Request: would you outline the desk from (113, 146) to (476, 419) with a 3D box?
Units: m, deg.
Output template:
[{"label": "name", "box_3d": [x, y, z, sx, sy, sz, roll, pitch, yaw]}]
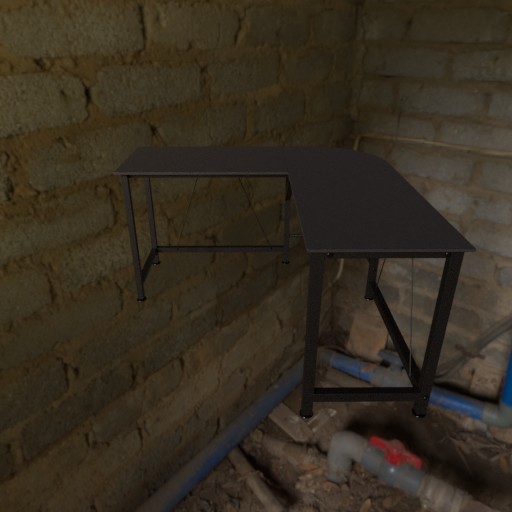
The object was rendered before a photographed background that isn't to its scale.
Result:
[{"label": "desk", "box_3d": [0.000, 0.000, 2.211, 1.400, 0.762, 1.400, 0, 27, 0]}]
